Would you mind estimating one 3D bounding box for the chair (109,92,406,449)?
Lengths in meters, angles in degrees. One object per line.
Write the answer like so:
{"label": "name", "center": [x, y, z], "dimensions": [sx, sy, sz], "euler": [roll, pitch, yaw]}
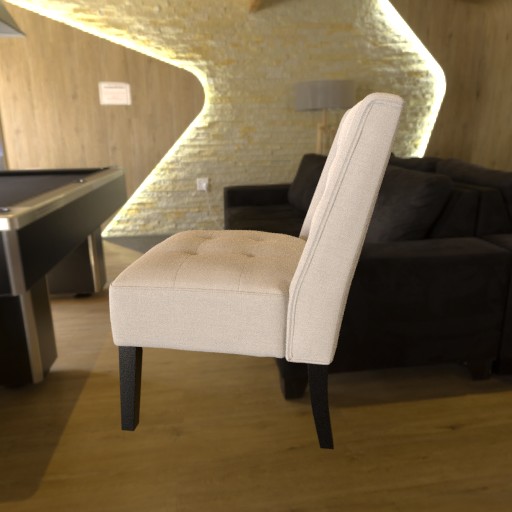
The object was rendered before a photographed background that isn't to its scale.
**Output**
{"label": "chair", "center": [0.000, 0.000, 1.288], "dimensions": [0.676, 0.853, 0.569], "euler": [2, 15, 7]}
